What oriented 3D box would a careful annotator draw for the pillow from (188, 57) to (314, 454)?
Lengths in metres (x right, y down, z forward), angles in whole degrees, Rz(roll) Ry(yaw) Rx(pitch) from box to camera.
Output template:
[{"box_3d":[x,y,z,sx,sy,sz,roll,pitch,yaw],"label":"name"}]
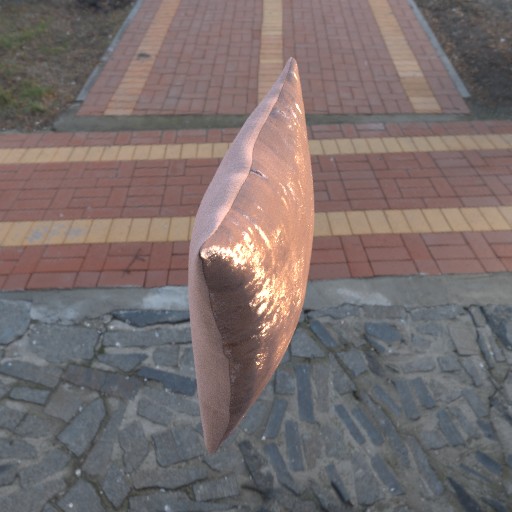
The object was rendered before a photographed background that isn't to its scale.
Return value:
[{"box_3d":[0.000,0.000,0.710,0.175,0.464,0.470,10,46,10],"label":"pillow"}]
